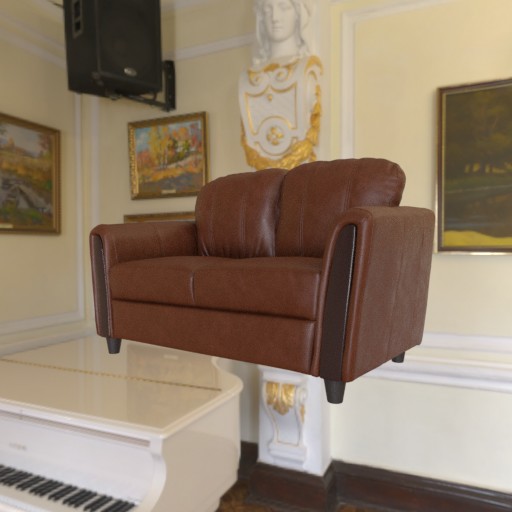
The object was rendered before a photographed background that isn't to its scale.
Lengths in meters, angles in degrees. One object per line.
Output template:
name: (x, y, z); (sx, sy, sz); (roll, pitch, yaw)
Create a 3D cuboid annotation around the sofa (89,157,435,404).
sofa: (0.000, 0.000, 1.996); (1.406, 0.906, 0.805); (0, 1, 37)
